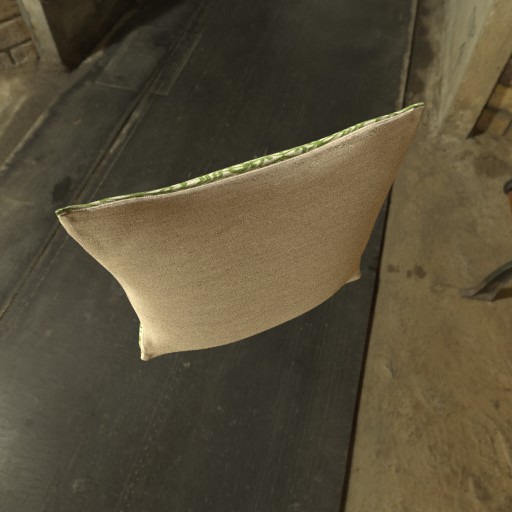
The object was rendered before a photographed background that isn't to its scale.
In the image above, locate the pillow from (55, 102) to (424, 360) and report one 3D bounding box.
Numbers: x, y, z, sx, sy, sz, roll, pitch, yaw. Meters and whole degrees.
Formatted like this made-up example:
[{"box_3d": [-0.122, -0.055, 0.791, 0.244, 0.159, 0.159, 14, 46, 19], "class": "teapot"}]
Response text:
[{"box_3d": [0.000, 0.000, 0.657, 0.440, 0.419, 0.162, -19, 60, -12], "class": "pillow"}]
